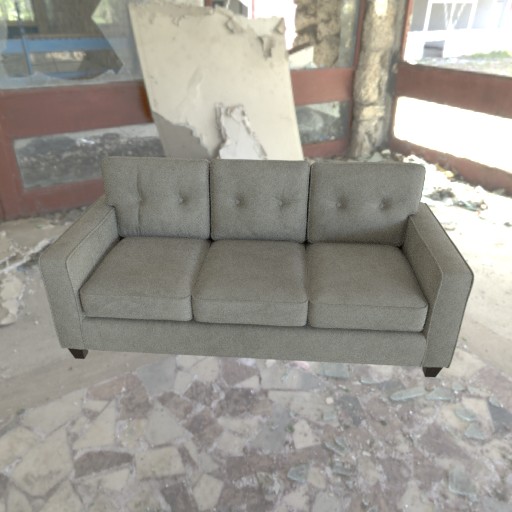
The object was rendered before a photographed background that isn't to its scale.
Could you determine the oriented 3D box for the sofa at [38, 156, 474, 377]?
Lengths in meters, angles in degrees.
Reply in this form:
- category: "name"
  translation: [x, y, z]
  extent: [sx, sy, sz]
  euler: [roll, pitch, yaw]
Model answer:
- category: "sofa"
  translation: [0.000, 0.000, 2.585]
  extent: [2.133, 0.965, 0.939]
  euler: [2, 29, 4]
